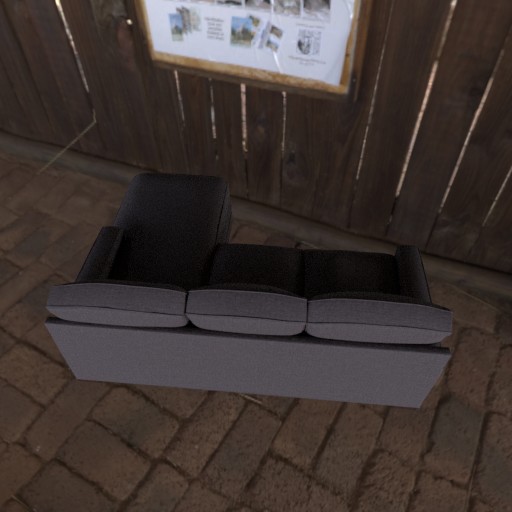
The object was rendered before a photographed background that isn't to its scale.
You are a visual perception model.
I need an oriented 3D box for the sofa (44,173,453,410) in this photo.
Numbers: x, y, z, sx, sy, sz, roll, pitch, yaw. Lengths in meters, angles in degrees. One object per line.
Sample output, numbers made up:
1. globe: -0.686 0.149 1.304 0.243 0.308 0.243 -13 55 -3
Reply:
1. sofa: 0.000 0.000 3.317 2.370 0.973 1.790 4 47 4
